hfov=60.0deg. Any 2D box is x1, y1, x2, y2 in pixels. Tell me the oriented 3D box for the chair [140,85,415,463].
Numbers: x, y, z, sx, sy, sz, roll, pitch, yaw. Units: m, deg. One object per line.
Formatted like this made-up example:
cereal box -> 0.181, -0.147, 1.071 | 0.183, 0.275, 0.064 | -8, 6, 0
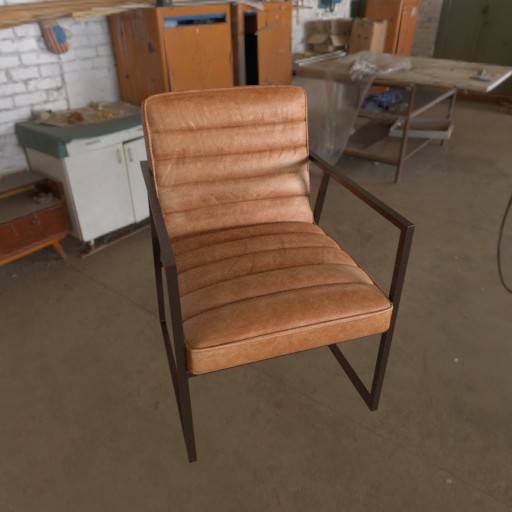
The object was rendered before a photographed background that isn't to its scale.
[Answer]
chair -> 0.000, 0.000, 1.284 | 0.571, 0.832, 0.677 | -9, 33, -15
